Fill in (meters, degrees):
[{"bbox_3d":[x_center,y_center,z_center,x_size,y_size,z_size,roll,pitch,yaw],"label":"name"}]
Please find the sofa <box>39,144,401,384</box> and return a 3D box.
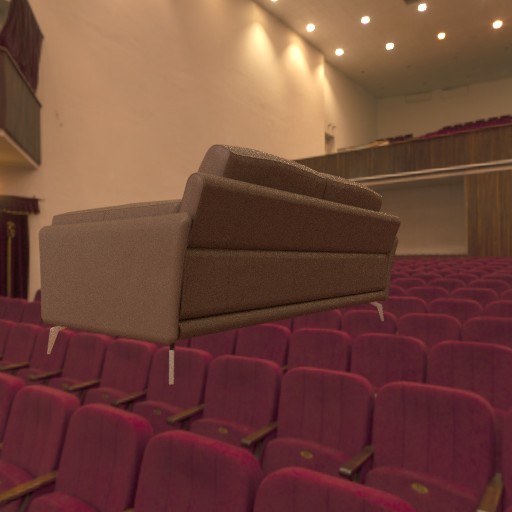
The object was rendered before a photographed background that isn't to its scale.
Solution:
[{"bbox_3d":[0.000,0.000,2.623,1.049,0.930,2.101,0,-1,37],"label":"sofa"}]
